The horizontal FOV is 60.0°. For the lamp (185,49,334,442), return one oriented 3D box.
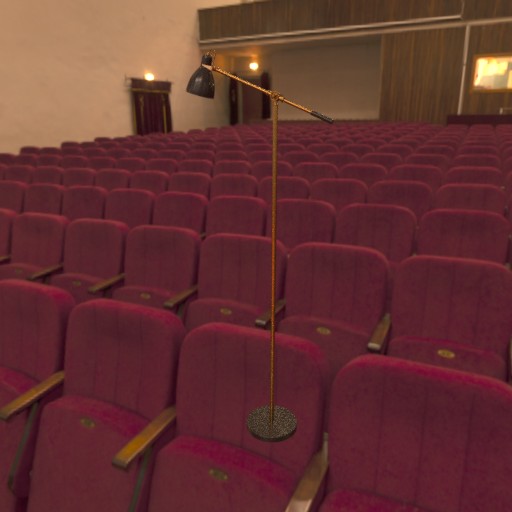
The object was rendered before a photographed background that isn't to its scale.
[{"bbox_3d":[0.000,0.000,1.874,0.618,1.628,0.235,8,18,25],"label":"lamp"}]
